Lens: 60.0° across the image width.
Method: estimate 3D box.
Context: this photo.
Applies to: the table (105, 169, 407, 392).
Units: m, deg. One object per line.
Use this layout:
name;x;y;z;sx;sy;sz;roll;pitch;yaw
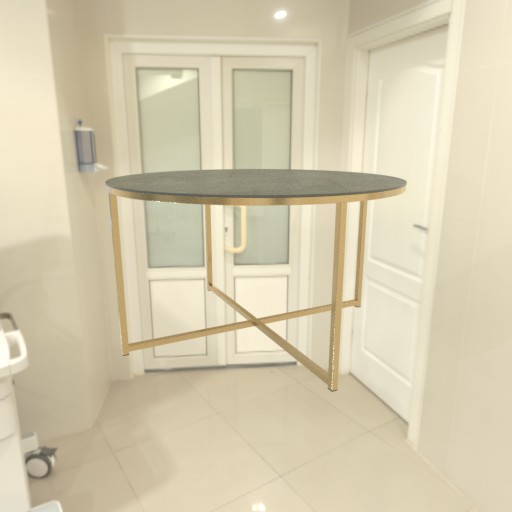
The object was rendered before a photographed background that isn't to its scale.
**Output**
table;0.000;0.000;1.294;0.800;0.450;0.800;0;15;0
